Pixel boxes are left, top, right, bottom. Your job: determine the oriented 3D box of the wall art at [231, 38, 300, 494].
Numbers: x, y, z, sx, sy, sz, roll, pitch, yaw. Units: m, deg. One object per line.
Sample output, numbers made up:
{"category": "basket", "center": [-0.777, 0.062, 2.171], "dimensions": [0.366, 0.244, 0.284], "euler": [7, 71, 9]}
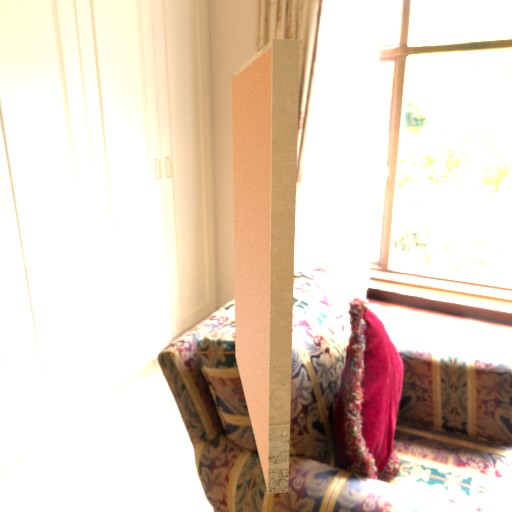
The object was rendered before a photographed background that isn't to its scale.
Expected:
{"category": "wall art", "center": [0.000, 0.000, 0.949], "dimensions": [0.038, 0.764, 0.508], "euler": [-3, 17, -9]}
